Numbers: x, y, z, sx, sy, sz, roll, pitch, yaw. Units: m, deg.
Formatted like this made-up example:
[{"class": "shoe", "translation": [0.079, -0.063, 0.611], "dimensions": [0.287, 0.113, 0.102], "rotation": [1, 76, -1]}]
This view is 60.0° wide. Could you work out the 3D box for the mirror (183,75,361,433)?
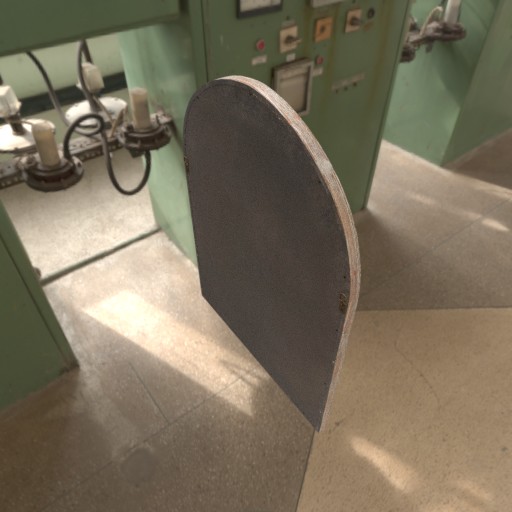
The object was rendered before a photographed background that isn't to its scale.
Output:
[{"class": "mirror", "translation": [0.000, 0.000, 1.174], "dimensions": [0.032, 0.920, 0.660], "rotation": [-27, 50, -25]}]
